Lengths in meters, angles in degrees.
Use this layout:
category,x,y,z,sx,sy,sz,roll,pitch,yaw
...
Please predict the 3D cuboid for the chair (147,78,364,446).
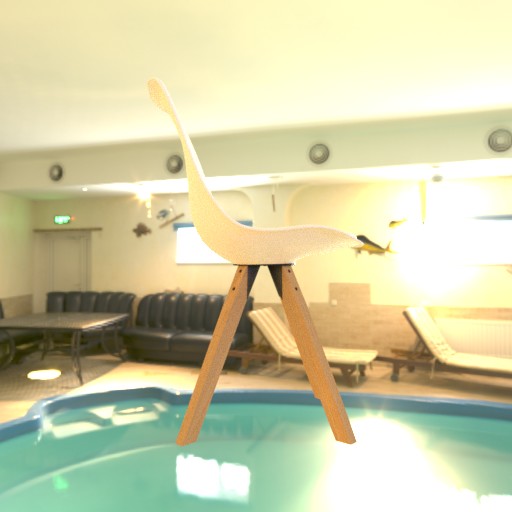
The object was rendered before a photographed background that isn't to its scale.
category,x,y,z,sx,sy,sz,roll,pitch,yaw
chair,0.000,0.000,1.171,0.550,0.849,0.485,0,-1,-1
